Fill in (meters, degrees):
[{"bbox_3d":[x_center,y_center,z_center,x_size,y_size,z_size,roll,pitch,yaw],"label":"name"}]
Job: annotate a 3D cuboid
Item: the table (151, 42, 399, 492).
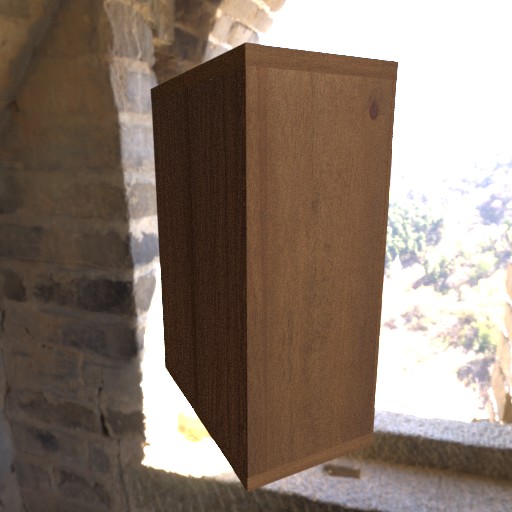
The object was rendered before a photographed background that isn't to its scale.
[{"bbox_3d":[0.000,0.000,1.715,0.524,1.294,0.901,-7,15,-26],"label":"table"}]
